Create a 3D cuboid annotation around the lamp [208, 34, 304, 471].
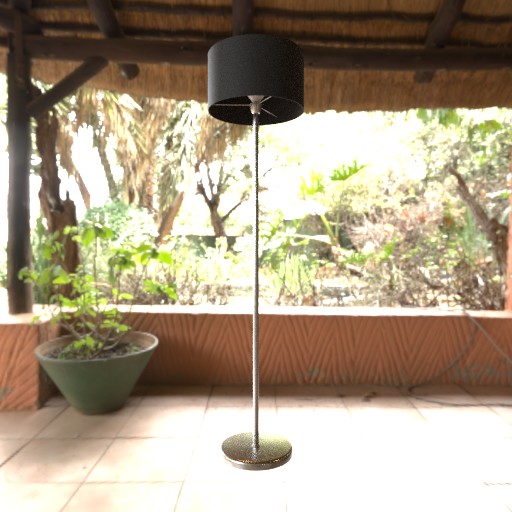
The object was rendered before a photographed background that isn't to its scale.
[{"bbox_3d":[0.000,0.000,1.618,0.348,1.443,0.348,0,1,0],"label":"lamp"}]
